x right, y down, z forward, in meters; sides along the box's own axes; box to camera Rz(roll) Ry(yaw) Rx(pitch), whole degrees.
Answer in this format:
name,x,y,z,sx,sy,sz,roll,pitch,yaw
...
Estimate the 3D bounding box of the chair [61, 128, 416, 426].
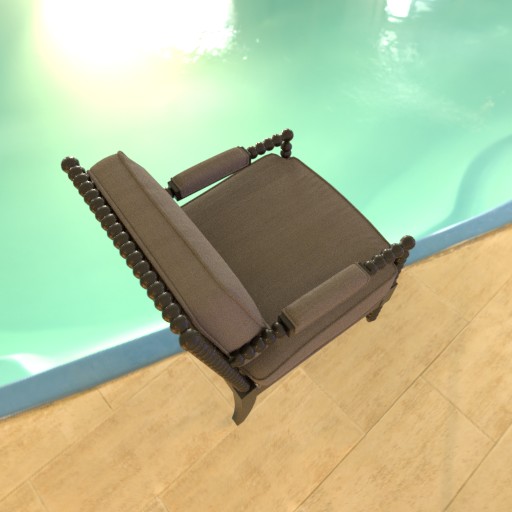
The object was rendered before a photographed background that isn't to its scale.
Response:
name,x,y,z,sx,sy,sz,roll,pitch,yaw
chair,0.000,0.000,1.139,0.622,0.661,0.540,-31,62,-19
